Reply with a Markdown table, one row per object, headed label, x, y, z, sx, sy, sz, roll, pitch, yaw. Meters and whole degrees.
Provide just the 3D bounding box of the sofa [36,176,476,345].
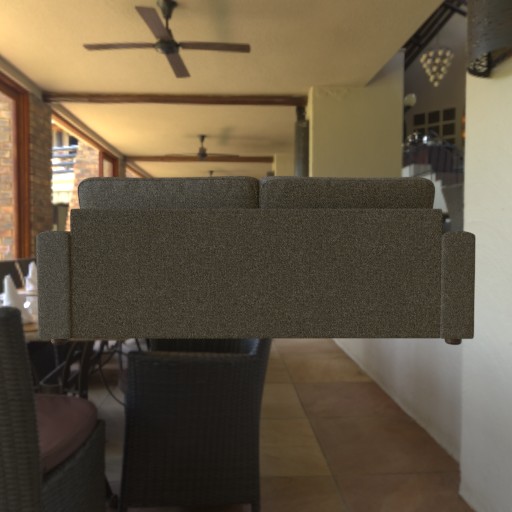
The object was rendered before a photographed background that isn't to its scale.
| label | x | y | z | sx | sy | sz | roll | pitch | yaw |
| --- | --- | --- | --- | --- | --- | --- | --- | --- | --- |
| sofa | 0.000 | 0.000 | 2.693 | 2.179 | 0.873 | 1.016 | 0 | 2 | 0 |
